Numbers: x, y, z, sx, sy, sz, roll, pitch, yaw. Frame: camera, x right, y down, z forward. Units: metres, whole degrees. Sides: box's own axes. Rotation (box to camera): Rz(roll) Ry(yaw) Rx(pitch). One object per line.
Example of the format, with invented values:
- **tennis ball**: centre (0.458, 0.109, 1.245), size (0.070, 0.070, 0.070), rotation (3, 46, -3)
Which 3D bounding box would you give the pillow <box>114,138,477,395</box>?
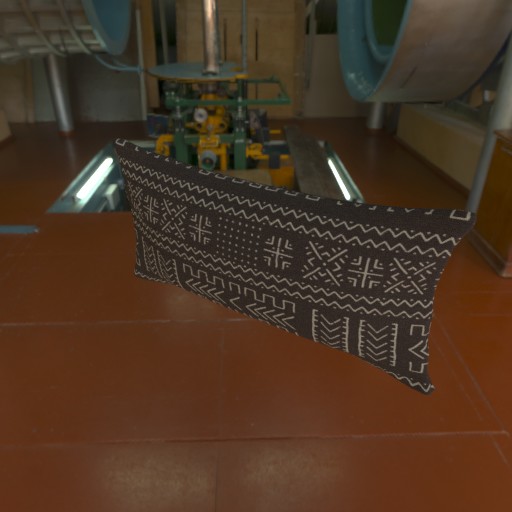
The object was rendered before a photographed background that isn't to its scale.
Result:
- **pillow**: centre (0.000, 0.000, 0.784), size (0.667, 0.322, 0.135), rotation (18, 35, 27)
